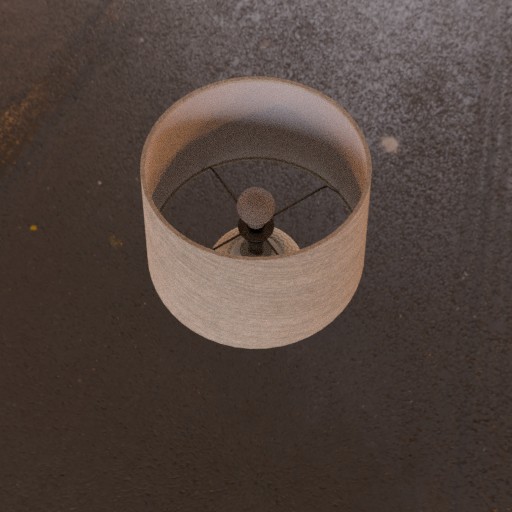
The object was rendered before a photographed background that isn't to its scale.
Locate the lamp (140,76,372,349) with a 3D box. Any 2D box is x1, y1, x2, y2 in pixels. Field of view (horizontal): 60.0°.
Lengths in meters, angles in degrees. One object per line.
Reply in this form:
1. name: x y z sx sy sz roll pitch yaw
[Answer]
1. lamp: 0.000 0.000 0.850 0.390 0.580 0.390 0 63 0
